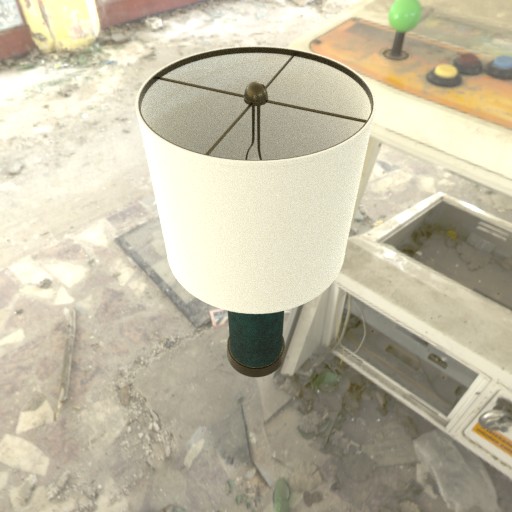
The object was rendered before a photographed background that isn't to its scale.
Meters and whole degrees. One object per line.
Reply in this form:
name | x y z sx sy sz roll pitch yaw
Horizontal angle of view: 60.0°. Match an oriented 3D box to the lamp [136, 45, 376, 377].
lamp | 0.000 0.000 0.782 0.301 0.630 0.301 -16 49 -15
